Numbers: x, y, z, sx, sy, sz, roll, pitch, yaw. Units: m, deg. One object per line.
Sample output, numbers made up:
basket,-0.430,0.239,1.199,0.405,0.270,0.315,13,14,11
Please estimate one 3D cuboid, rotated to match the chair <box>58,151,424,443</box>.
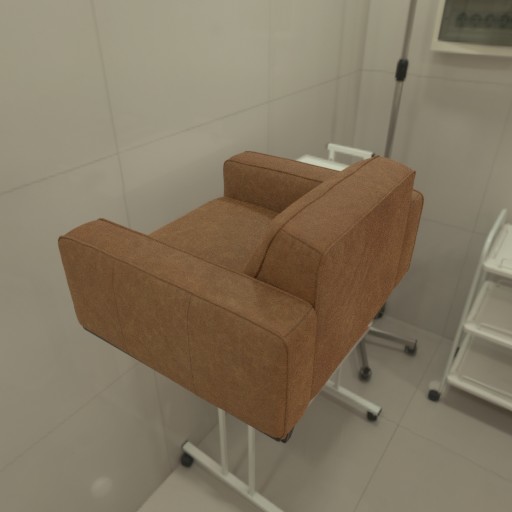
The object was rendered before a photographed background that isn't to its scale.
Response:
chair,0.000,0.000,1.761,0.952,0.782,1.118,20,37,29
